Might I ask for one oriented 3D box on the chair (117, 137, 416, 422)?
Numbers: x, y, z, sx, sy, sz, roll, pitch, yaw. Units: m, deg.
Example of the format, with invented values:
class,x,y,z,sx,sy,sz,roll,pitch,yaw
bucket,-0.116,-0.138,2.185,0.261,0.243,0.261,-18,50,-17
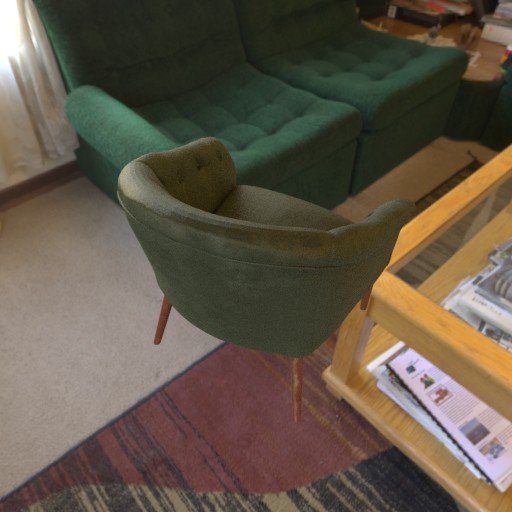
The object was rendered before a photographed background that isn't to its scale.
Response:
class,x,y,z,sx,sy,sz,roll,pitch,yaw
chair,0.000,0.000,1.544,0.851,0.885,0.776,23,49,21
